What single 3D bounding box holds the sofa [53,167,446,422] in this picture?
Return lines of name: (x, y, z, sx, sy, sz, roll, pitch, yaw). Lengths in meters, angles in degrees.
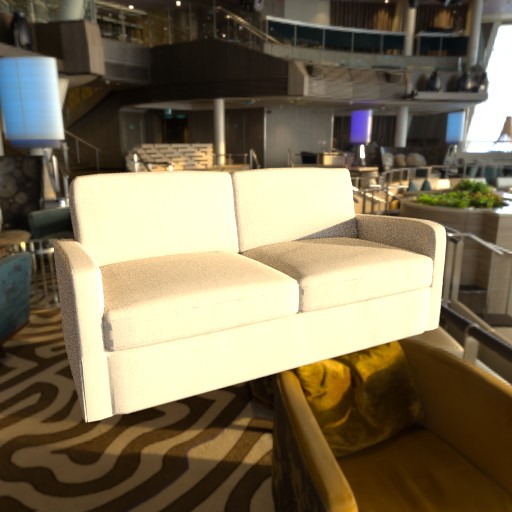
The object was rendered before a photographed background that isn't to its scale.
sofa: (0.000, 0.000, 2.231, 1.808, 0.831, 0.894, -7, 16, -27)
